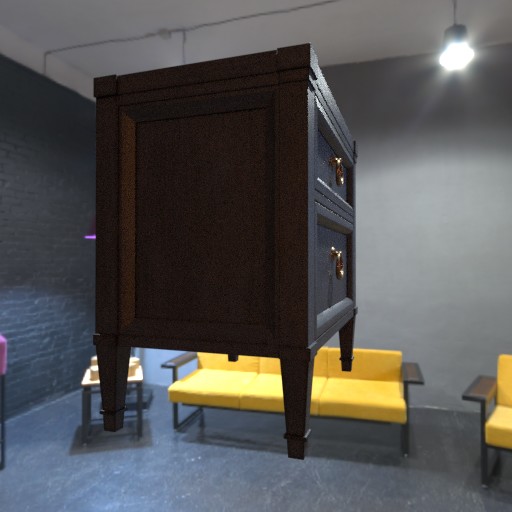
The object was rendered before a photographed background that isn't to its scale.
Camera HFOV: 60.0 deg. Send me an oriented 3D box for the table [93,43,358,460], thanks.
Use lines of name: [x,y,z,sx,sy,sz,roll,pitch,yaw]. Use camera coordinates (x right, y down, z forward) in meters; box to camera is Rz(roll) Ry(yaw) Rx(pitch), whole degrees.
table: [0.000,0.000,1.066,0.413,0.660,0.660,0,-1,19]
